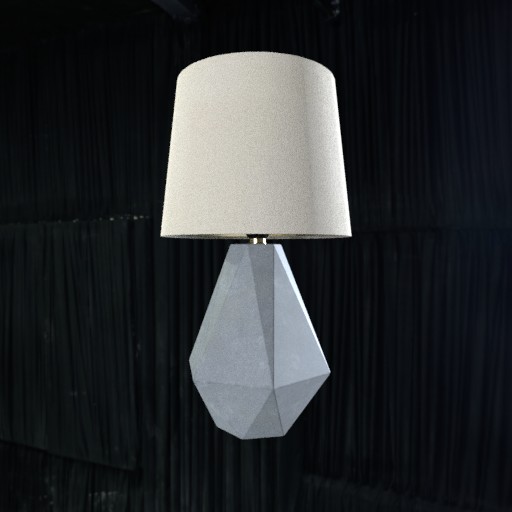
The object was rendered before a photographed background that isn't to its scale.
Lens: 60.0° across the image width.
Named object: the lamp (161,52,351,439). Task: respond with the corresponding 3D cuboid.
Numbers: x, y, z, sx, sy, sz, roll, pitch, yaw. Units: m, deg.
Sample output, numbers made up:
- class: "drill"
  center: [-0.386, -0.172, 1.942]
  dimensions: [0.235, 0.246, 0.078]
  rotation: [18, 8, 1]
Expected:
- class: "lamp"
  center: [0.000, 0.000, 0.657]
  dimensions: [0.276, 0.501, 0.276]
  rotation: [0, 1, 0]
